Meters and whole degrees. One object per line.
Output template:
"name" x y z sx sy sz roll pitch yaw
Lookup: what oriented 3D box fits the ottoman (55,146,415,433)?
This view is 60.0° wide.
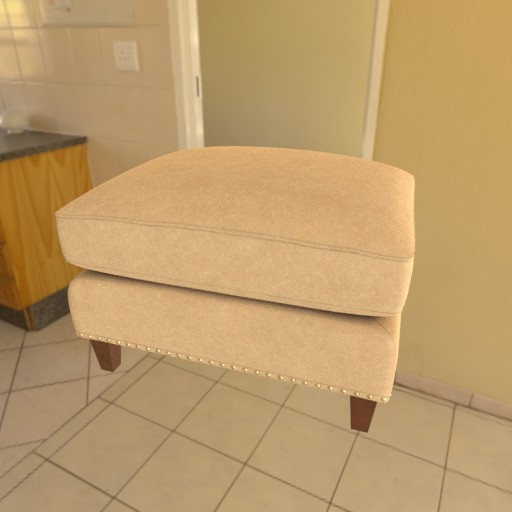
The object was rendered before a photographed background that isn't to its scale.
"ottoman" 0.000 0.000 1.155 0.741 0.513 0.584 8 27 16
